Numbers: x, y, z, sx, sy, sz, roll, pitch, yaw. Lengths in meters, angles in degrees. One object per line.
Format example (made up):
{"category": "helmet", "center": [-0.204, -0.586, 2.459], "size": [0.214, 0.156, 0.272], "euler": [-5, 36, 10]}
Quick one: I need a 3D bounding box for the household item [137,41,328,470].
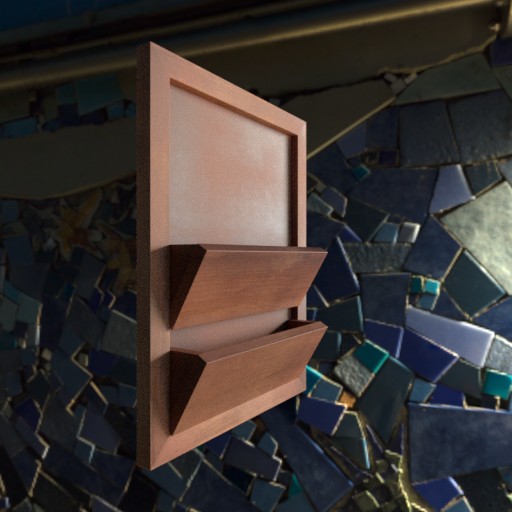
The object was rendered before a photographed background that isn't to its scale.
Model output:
{"category": "household item", "center": [0.000, 0.000, 0.538], "size": [0.067, 0.407, 0.310], "euler": [0, 0, 35]}
